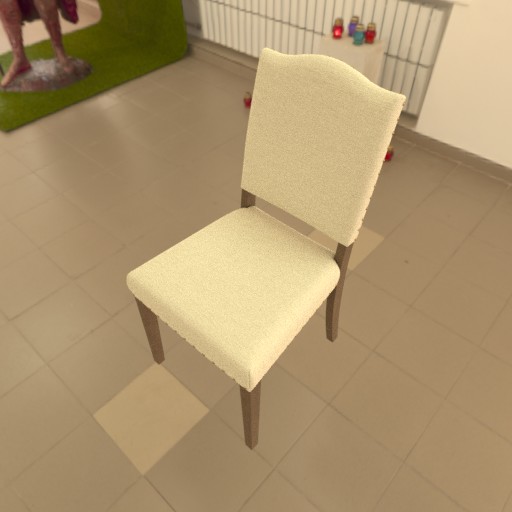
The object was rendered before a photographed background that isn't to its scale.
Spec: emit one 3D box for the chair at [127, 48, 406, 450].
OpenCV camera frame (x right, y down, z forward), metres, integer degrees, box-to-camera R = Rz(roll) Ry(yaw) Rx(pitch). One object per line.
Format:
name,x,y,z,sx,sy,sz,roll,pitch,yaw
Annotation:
chair,0.000,0.000,1.341,0.508,1.015,0.619,33,54,27
